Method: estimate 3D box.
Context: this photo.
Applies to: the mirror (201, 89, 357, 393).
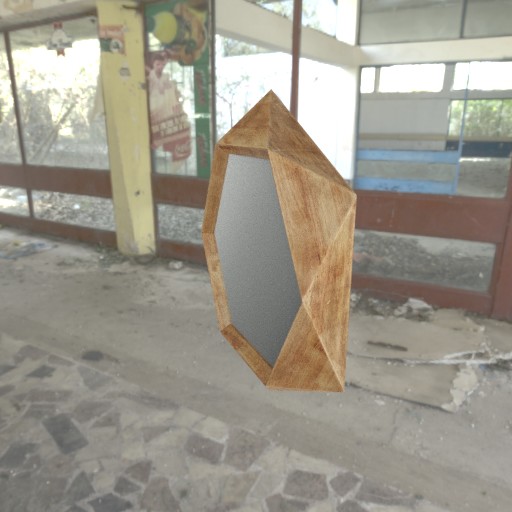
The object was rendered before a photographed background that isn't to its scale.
[{"bbox_3d":[0.000,0.000,1.098,0.091,0.779,0.675,-7,18,-23],"label":"mirror"}]
